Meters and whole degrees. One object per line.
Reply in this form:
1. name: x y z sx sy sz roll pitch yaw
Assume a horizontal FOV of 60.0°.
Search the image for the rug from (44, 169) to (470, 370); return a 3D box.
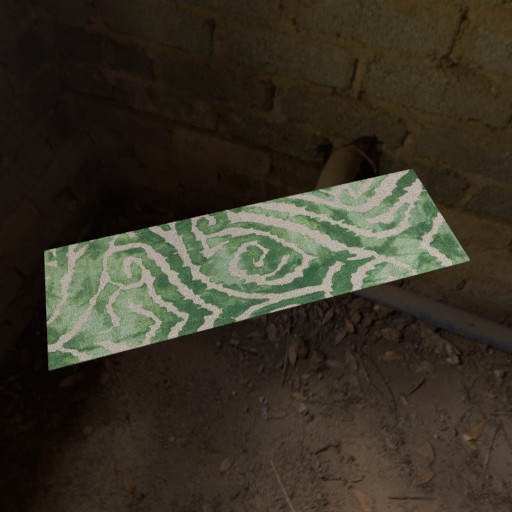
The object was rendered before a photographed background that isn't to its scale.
1. rug: 0.000 0.000 2.658 2.438 0.006 0.761 -14 59 -8
